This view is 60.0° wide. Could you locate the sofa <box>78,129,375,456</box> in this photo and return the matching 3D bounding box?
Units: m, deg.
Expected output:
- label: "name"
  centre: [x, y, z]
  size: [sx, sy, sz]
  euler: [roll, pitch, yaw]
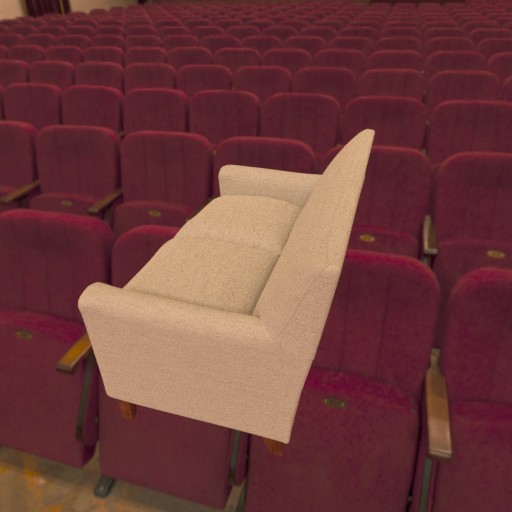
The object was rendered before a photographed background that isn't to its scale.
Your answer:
- label: "sofa"
  centre: [0.000, 0.000, 2.061]
  size: [0.891, 0.892, 1.482]
  euler: [8, 31, 14]
